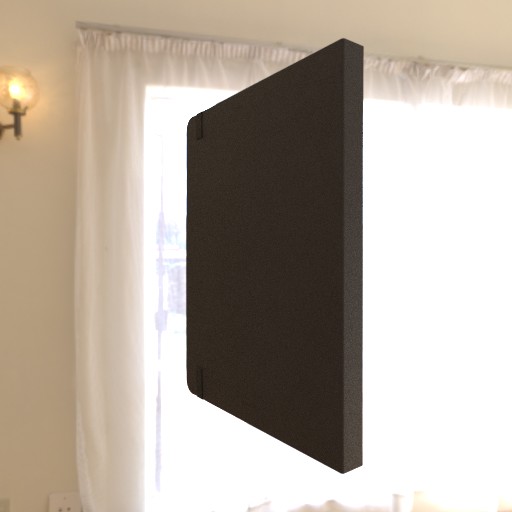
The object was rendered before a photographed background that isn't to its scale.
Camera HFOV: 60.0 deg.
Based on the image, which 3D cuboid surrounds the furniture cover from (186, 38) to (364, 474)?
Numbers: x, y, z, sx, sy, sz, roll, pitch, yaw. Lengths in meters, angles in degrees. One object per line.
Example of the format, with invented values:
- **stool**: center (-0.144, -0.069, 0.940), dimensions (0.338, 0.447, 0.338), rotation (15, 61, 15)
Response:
- **furniture cover**: center (0.000, 0.000, 0.377), dimensions (0.023, 0.281, 0.216), rotation (0, 0, -36)
